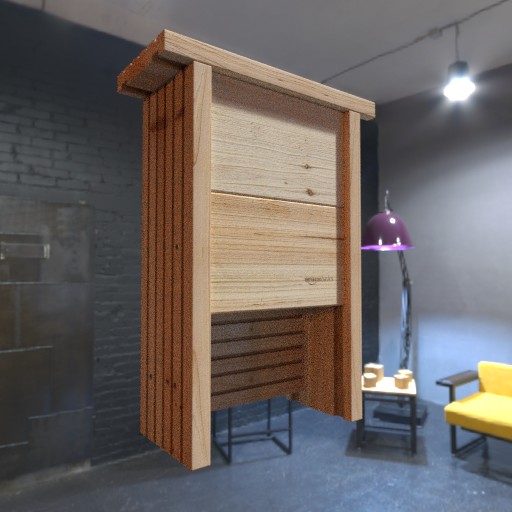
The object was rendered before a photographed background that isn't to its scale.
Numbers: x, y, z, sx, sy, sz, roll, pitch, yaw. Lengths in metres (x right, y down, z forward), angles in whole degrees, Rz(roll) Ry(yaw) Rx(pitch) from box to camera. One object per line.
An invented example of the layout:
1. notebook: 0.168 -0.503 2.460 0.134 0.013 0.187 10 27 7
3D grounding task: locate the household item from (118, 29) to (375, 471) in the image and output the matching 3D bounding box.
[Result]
1. household item: 0.000 0.000 0.537 0.301 0.407 0.123 1 -2 -37
